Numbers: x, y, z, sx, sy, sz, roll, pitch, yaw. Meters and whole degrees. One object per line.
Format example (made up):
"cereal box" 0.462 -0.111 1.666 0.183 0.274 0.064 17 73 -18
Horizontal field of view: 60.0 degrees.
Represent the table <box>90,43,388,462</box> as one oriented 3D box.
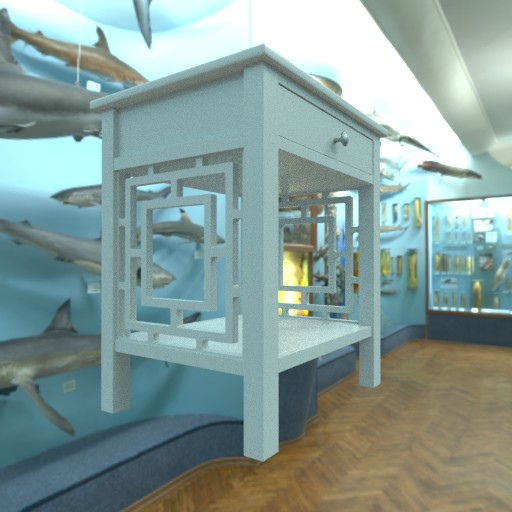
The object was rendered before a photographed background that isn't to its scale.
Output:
"table" 0.000 0.000 1.023 0.451 0.646 0.564 0 0 35
